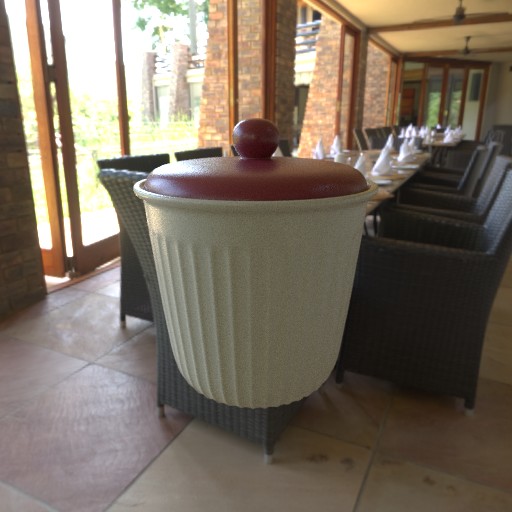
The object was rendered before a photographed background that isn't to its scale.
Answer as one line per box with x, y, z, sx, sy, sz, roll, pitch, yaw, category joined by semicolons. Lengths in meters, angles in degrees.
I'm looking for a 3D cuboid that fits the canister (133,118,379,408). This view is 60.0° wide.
0.000;0.000;0.355;0.181;0.211;0.181;0;17;0;canister
